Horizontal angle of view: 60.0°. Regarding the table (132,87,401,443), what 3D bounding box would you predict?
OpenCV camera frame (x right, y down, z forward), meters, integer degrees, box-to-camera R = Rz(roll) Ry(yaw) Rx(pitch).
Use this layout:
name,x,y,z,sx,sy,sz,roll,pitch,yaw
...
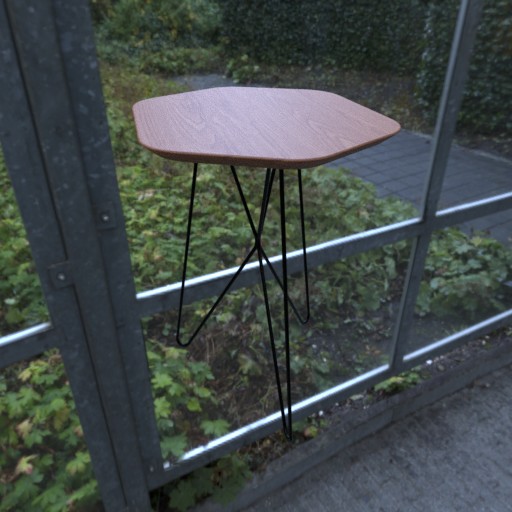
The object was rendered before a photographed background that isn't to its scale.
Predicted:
name,x,y,z,sx,sy,sz,roll,pitch,yaw
table,0.000,0.000,0.891,0.400,0.562,0.500,-8,32,-14
